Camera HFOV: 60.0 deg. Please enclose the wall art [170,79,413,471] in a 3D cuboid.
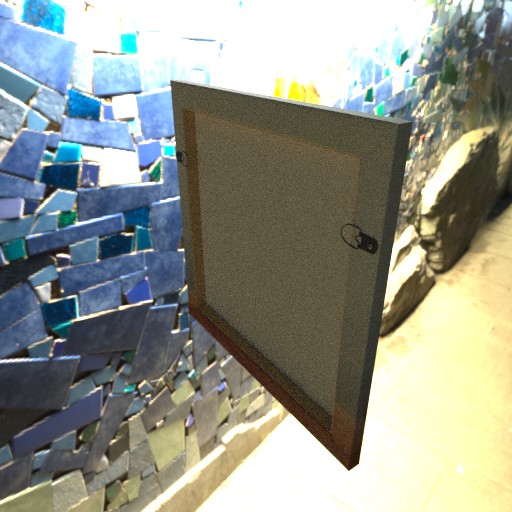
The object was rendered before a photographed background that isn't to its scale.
[{"bbox_3d":[0.000,0.000,0.879,0.034,0.605,0.605,-18,32,-31],"label":"wall art"}]
